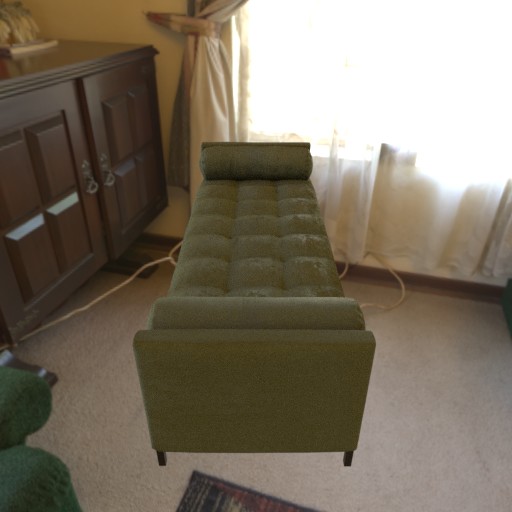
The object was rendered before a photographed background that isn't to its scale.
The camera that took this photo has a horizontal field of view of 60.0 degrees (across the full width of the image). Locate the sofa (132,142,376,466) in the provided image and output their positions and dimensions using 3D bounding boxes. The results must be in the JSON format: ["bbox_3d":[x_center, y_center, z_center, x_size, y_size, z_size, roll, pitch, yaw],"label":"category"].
[{"bbox_3d":[0.000,0.000,2.434,0.817,0.681,2.130,0,31,0],"label":"sofa"}]
